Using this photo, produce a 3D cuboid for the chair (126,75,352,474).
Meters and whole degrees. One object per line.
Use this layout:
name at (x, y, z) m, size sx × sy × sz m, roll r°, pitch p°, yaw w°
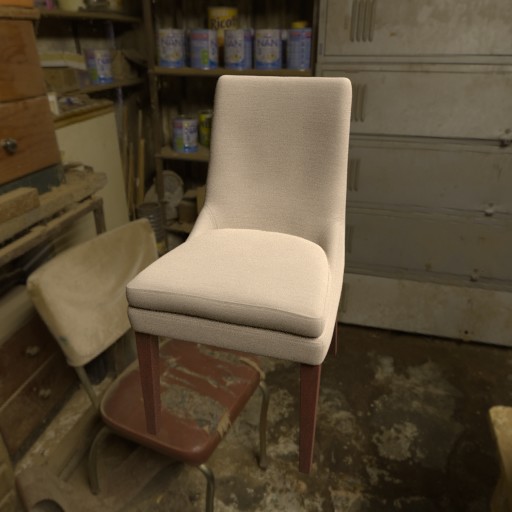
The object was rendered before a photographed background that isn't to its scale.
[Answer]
chair at (0.000, 0.000, 1.294) m, size 0.515 × 0.940 × 0.638 m, roll 7°, pitch 27°, yaw 15°
